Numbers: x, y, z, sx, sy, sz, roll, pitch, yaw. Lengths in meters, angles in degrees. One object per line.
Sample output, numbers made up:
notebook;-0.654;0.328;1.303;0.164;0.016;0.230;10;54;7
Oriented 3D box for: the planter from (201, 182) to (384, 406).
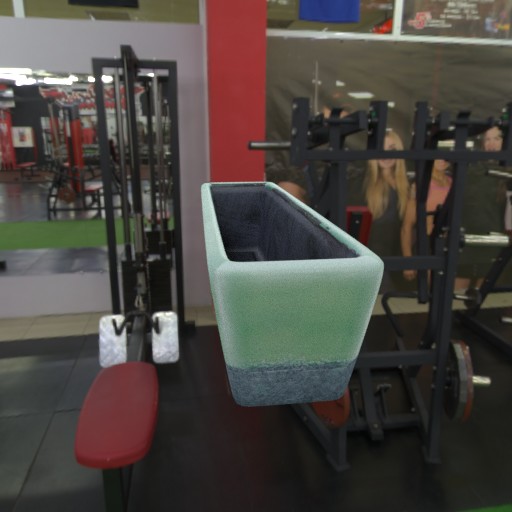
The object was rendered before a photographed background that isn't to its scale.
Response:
planter;0.000;0.000;0.310;0.072;0.072;0.275;-2;16;-7
